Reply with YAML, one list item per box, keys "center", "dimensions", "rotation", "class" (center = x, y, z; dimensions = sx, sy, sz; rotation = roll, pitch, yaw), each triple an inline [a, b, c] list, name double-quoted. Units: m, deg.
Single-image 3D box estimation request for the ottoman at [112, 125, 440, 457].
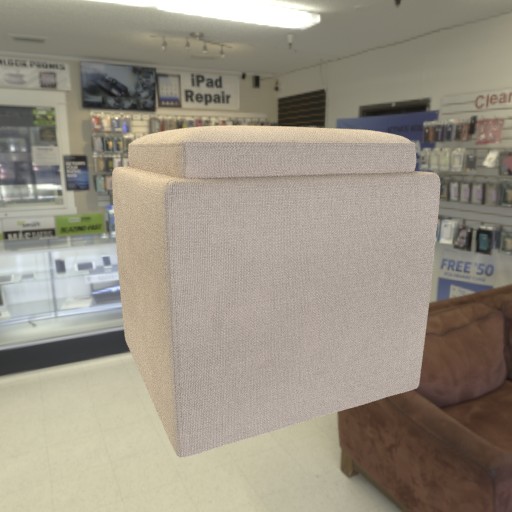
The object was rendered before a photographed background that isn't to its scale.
- center: [0.000, 0.000, 0.825]
  dimensions: [0.450, 0.460, 0.451]
  rotation: [-6, 15, -24]
  class: "ottoman"
